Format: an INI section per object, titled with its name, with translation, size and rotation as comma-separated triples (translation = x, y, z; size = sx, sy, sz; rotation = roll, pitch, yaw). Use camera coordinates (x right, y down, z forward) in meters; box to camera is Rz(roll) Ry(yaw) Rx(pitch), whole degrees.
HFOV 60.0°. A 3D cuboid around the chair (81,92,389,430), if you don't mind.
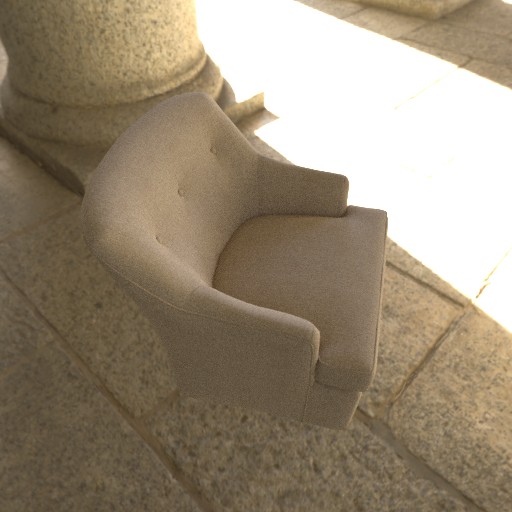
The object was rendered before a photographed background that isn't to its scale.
[chair]
translation = 0.000, 0.000, 1.606
size = 0.923, 0.856, 0.864
rotation = 11, 47, 10
